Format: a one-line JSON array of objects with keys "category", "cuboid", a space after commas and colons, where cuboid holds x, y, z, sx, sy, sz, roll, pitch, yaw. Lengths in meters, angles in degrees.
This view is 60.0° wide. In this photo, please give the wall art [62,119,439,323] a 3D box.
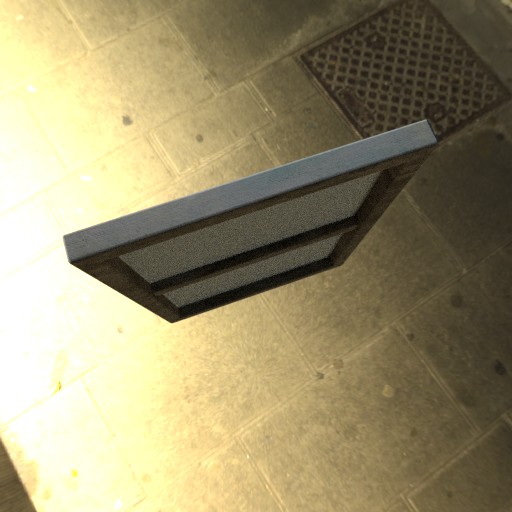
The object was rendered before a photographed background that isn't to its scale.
[{"category": "wall art", "cuboid": [0.000, 0.000, 0.794, 0.443, 0.605, 0.035, -19, 76, -5]}]
